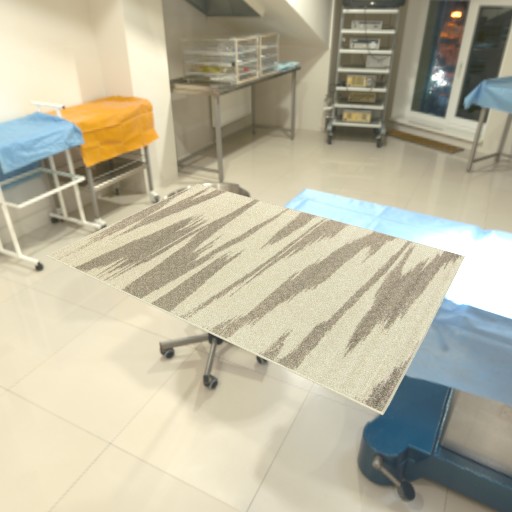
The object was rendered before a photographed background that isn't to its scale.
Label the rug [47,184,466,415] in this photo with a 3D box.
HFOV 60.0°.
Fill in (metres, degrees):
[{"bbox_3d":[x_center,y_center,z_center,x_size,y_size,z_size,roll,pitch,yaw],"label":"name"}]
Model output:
[{"bbox_3d":[0.000,0.000,2.320,1.827,0.008,1.225,19,36,29],"label":"rug"}]
